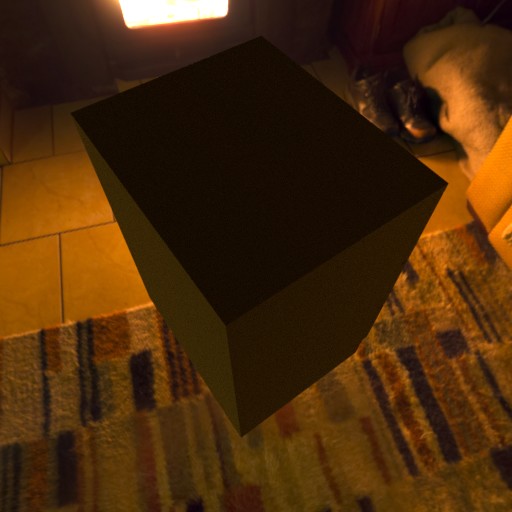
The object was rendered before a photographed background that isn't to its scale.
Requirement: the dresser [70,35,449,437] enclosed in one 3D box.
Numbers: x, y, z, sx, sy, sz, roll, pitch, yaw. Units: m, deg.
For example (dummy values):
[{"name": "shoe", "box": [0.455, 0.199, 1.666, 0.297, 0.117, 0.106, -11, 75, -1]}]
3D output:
[{"name": "dresser", "box": [0.000, 0.000, 0.828, 0.360, 0.560, 0.400, -31, 62, -18]}]
